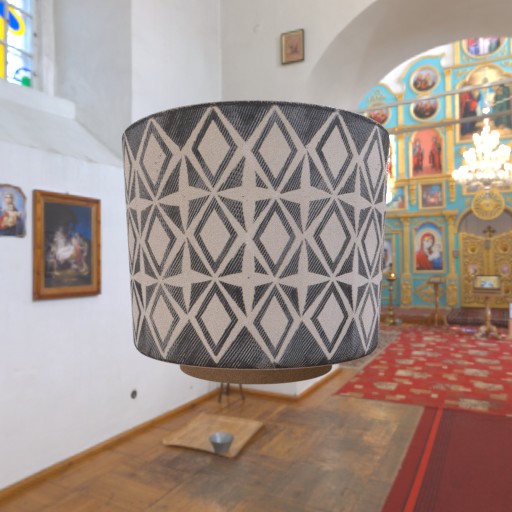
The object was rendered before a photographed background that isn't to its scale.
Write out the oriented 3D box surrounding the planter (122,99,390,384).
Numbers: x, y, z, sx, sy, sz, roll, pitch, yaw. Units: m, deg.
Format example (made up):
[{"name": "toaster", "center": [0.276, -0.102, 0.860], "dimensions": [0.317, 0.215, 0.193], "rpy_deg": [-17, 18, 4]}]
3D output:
[{"name": "planter", "center": [0.000, 0.000, 0.446], "dimensions": [0.260, 0.220, 0.260], "rpy_deg": [0, -2, 0]}]
